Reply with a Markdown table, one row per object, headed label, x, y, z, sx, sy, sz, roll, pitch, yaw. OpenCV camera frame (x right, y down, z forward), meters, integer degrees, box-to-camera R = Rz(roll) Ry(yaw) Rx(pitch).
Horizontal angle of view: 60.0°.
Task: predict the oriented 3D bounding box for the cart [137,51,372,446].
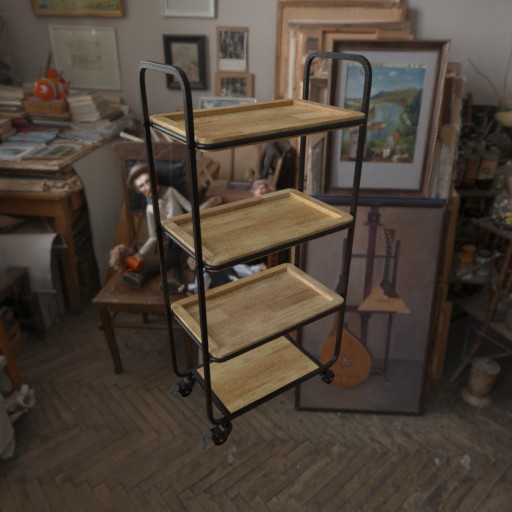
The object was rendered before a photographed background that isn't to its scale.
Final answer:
| label | x | y | z | sx | sy | sz | roll | pitch | yaw |
| --- | --- | --- | --- | --- | --- | --- | --- | --- | --- |
| cart | 0.000 | 0.000 | 1.319 | 0.545 | 1.080 | 0.321 | -18 | 34 | -30 |
